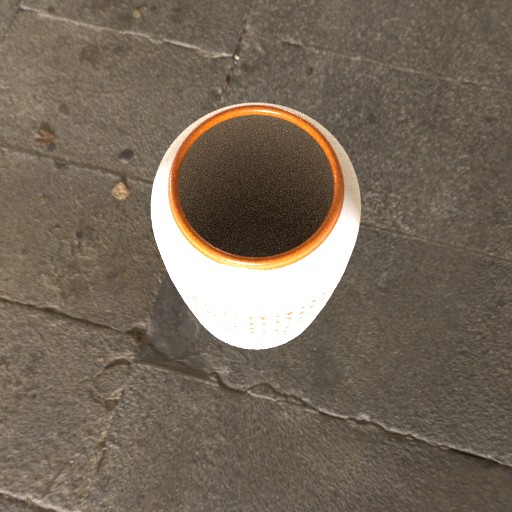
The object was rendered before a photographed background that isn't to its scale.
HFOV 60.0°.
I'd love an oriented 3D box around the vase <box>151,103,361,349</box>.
[{"bbox_3d":[0.000,0.000,0.344,0.133,0.282,0.133,0,75,0],"label":"vase"}]
